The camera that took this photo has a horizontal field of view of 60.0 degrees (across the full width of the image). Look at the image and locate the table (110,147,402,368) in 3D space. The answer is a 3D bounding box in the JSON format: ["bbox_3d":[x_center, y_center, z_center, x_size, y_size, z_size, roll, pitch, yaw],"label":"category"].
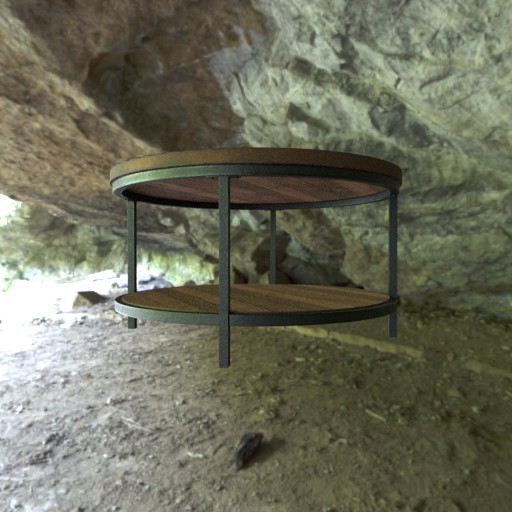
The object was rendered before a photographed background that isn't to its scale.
[{"bbox_3d":[0.000,0.000,1.339,0.837,0.462,0.837,0,1,0],"label":"table"}]
